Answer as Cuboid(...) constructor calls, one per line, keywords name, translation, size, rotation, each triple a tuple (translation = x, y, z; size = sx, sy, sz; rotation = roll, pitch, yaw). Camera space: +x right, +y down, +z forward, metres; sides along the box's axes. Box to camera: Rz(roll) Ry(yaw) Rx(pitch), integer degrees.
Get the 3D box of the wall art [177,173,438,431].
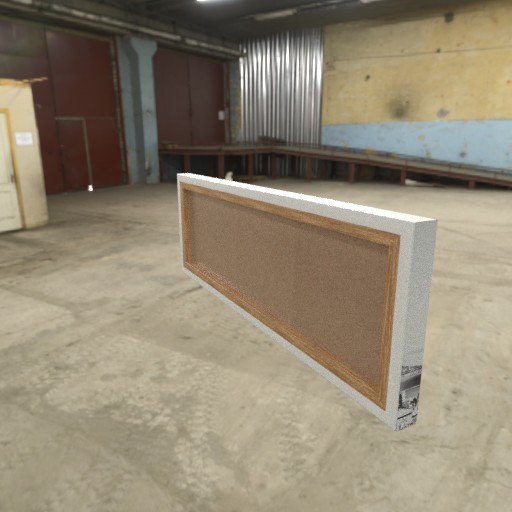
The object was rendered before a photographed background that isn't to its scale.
Cuboid(name="wall art", translation=(0.000, 0.000, 0.833), size=(0.036, 0.256, 0.766), rotation=(-8, 17, -28))
